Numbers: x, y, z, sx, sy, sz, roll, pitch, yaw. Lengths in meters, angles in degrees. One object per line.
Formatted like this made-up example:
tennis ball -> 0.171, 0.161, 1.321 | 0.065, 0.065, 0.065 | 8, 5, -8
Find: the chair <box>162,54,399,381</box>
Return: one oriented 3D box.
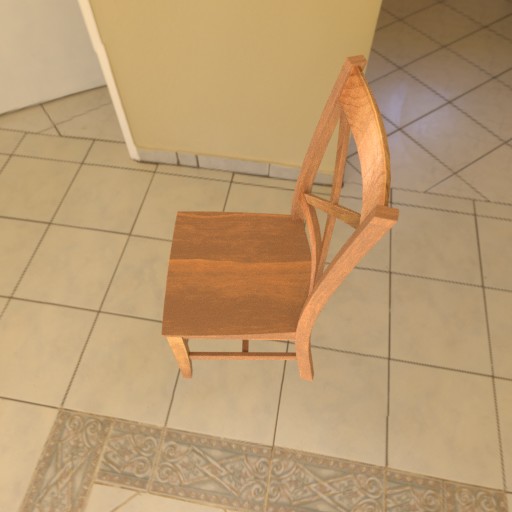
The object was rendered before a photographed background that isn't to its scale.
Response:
chair -> 0.000, 0.000, 1.313 | 0.542, 0.983, 0.485 | 0, 57, 0
